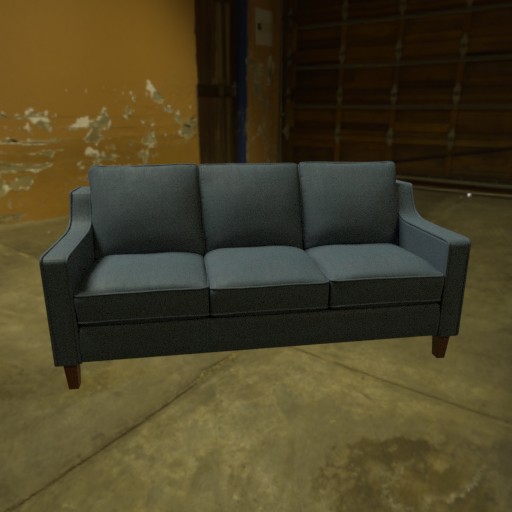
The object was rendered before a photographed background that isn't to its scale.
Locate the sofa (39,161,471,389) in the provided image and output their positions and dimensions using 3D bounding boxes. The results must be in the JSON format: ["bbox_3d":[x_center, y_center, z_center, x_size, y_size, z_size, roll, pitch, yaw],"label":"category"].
[{"bbox_3d":[0.000,0.000,2.457,1.986,0.974,0.911,-3,18,-8],"label":"sofa"}]
